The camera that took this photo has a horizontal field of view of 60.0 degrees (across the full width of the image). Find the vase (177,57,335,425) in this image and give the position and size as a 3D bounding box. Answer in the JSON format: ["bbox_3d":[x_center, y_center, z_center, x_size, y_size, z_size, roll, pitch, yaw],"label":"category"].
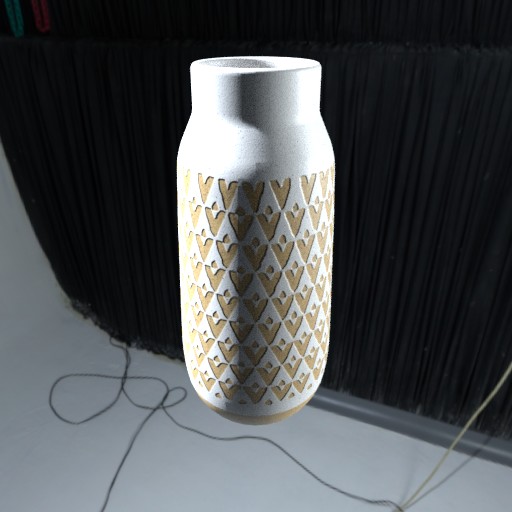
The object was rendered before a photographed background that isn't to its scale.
[{"bbox_3d":[0.000,0.000,0.381,0.137,0.307,0.137,0,29,0],"label":"vase"}]
